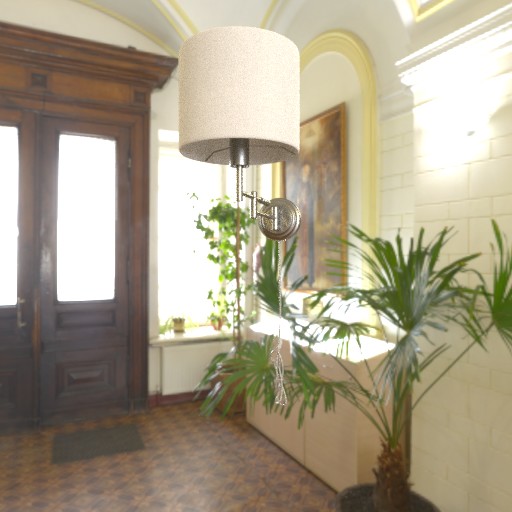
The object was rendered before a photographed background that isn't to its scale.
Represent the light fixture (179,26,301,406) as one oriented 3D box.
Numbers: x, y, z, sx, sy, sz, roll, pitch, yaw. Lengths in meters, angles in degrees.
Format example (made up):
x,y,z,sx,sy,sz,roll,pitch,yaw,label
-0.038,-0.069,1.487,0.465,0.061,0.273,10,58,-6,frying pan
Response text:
x,y,z,sx,sy,sz,roll,pitch,yaw,label
0.000,0.000,1.043,0.253,0.842,0.479,0,0,18,light fixture
